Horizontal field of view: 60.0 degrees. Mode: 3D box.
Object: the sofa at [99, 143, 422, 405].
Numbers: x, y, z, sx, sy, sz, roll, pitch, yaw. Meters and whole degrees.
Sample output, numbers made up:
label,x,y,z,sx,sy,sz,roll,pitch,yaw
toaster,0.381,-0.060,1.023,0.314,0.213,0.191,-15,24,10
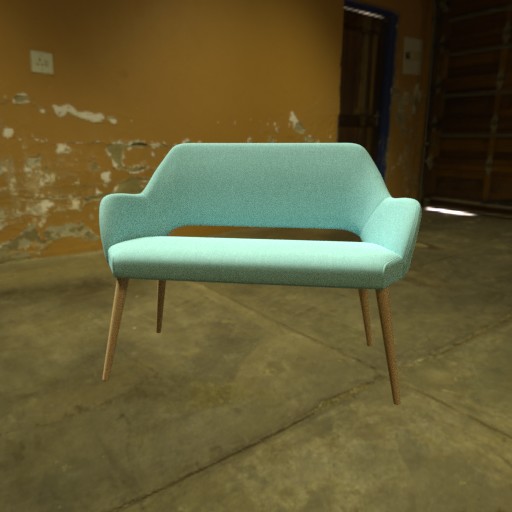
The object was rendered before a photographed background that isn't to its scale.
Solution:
label,x,y,z,sx,sy,sz,roll,pitch,yaw
sofa,0.000,0.000,1.693,1.150,0.840,0.610,2,14,8
